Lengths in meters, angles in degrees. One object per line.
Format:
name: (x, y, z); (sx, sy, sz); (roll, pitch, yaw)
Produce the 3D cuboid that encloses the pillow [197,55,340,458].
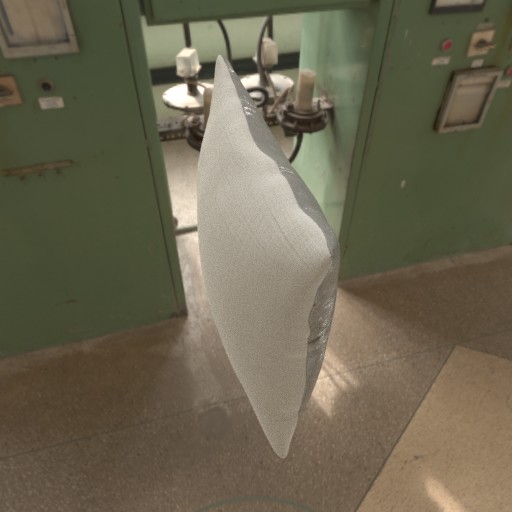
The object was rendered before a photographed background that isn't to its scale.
pillow: (0.000, 0.000, 0.706); (0.175, 0.464, 0.470); (-10, 47, -10)
